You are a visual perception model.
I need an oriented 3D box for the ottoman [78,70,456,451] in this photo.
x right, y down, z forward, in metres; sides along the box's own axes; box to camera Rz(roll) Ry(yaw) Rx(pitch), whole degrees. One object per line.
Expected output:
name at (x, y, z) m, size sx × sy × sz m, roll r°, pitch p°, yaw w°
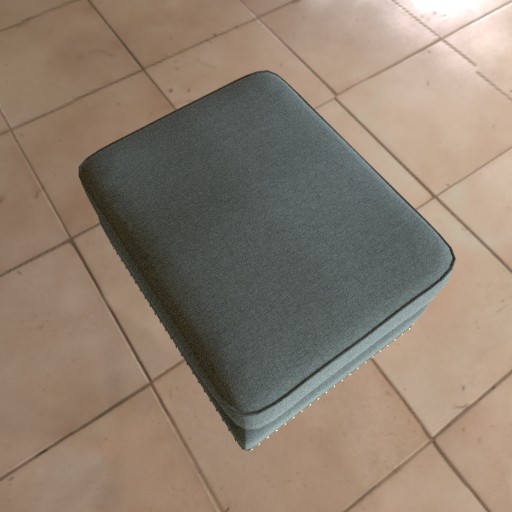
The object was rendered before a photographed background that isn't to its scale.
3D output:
ottoman at (0.000, 0.000, 1.153) m, size 0.589 × 0.537 × 0.738 m, roll -32°, pitch 68°, yaw -15°
